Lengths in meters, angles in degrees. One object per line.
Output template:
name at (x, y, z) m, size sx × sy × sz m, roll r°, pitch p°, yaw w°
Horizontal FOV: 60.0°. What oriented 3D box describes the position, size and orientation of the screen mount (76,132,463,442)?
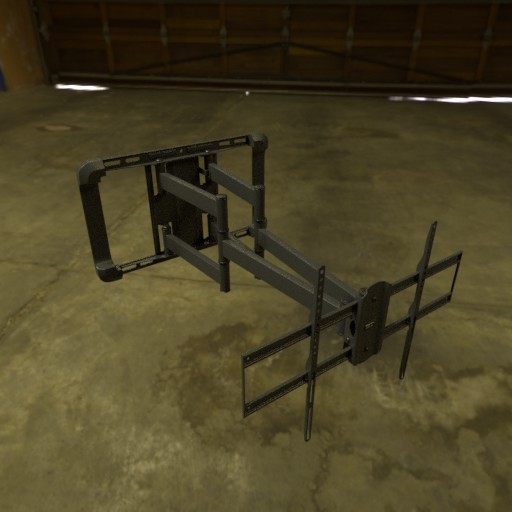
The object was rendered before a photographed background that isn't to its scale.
screen mount at (0.000, 0.000, 1.335) m, size 0.725 × 0.483 × 0.905 m, roll -19°, pitch 34°, yaw -31°
